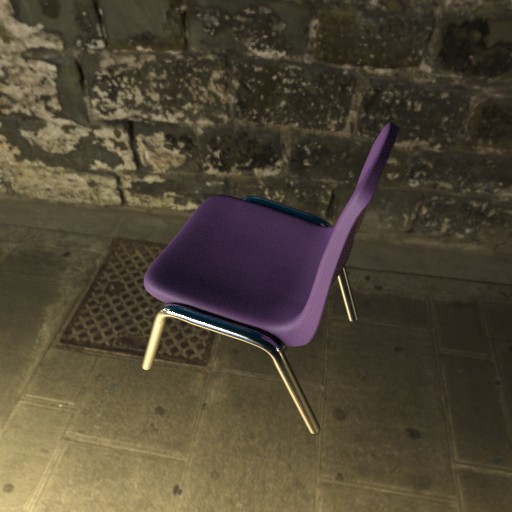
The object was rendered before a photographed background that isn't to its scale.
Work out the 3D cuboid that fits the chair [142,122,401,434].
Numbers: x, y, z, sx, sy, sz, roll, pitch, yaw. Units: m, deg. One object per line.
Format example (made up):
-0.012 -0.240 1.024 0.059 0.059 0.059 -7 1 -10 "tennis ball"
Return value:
0.000 0.000 0.851 0.419 0.584 0.356 18 49 16 "chair"
